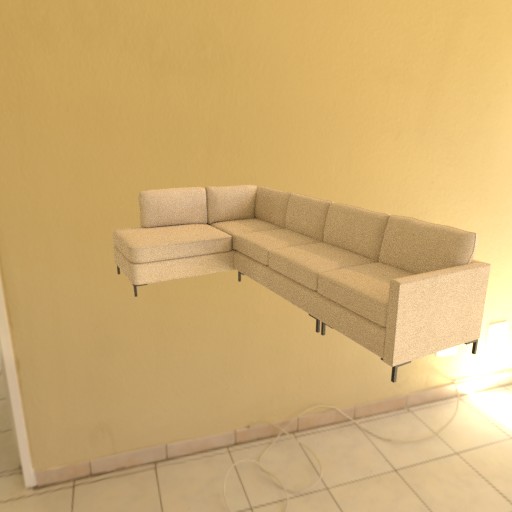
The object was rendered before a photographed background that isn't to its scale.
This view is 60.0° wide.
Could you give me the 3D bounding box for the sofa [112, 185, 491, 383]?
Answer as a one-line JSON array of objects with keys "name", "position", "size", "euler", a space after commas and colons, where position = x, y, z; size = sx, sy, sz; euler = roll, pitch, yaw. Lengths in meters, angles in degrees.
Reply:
[{"name": "sofa", "position": [0.000, 0.000, 4.237], "size": [2.048, 0.996, 3.384], "euler": [-8, 18, -27]}]
